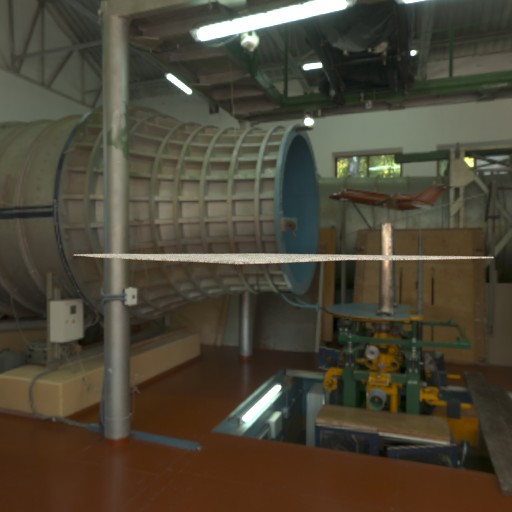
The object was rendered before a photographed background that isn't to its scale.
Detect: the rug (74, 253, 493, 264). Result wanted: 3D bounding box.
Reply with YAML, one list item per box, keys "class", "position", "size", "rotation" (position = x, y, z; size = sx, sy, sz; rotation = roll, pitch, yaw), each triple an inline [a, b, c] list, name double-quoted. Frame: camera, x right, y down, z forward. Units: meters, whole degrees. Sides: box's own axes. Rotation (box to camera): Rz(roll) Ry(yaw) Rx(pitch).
- class: "rug"
  position: [0.000, 0.000, 4.017]
  size: [2.430, 0.030, 3.054]
  rotation: [-1, 1, -36]
